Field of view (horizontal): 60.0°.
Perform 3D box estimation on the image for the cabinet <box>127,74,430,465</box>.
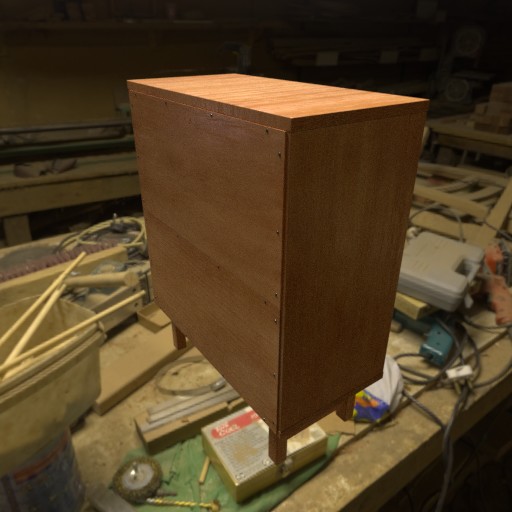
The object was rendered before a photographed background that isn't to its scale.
[{"bbox_3d":[0.000,0.000,1.405,0.419,1.001,0.800,-18,32,-31],"label":"cabinet"}]
